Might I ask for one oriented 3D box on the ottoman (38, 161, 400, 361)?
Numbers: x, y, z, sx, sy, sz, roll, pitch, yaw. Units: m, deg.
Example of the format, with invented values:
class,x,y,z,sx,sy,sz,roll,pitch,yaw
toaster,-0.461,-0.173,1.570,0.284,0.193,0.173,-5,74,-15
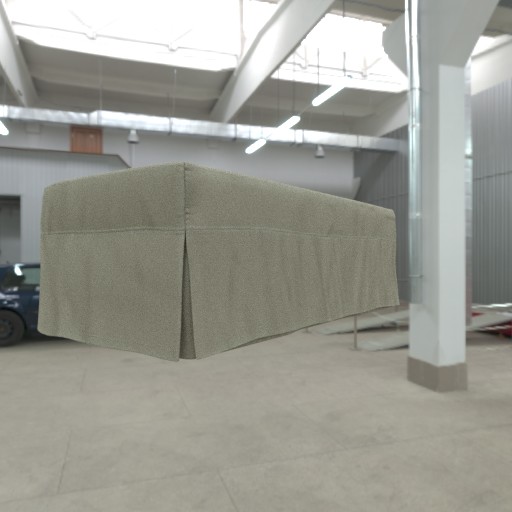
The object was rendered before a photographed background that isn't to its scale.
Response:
class,x,y,z,sx,sy,sz,roll,pitch,yaw
ottoman,0.000,0.000,1.681,0.665,0.457,1.388,0,0,37
